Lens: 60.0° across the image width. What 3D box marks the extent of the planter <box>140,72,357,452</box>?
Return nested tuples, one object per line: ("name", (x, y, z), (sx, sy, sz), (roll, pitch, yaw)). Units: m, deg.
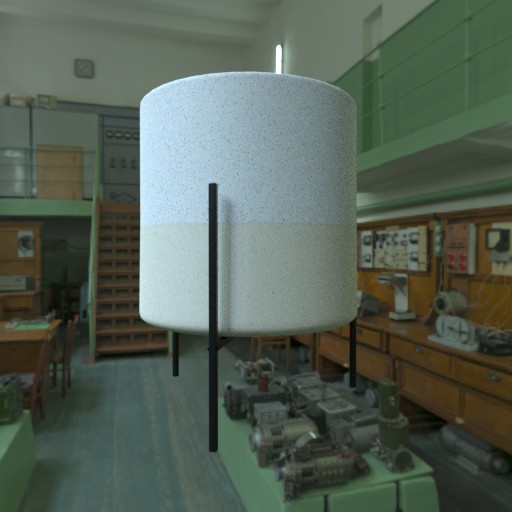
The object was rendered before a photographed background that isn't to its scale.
("planter", (0.000, 0.000, 0.658), (0.335, 0.423, 0.313), (0, 1, -19))
